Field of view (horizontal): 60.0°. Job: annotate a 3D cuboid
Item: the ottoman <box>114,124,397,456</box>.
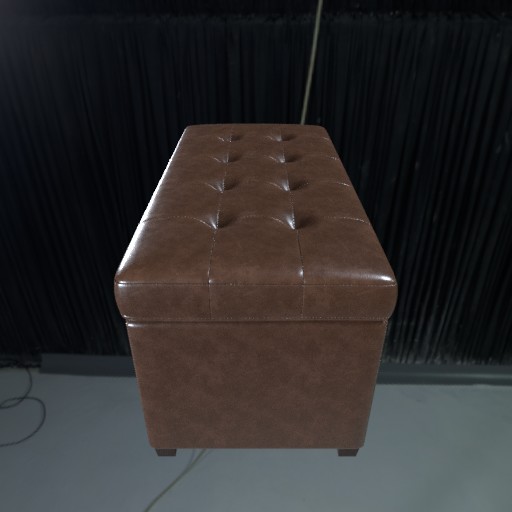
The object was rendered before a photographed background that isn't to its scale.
[{"bbox_3d":[0.000,0.000,1.111,0.432,0.470,0.838,0,32,0],"label":"ottoman"}]
